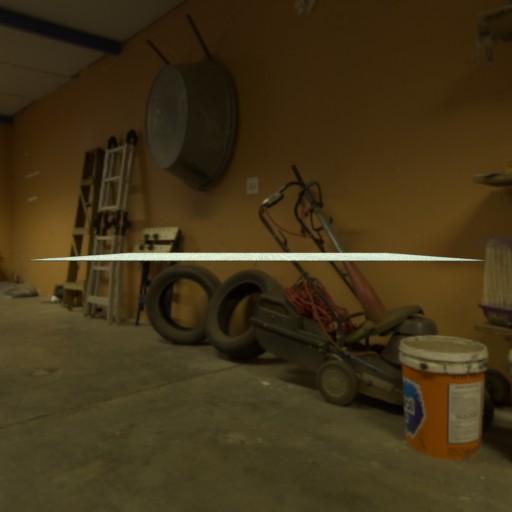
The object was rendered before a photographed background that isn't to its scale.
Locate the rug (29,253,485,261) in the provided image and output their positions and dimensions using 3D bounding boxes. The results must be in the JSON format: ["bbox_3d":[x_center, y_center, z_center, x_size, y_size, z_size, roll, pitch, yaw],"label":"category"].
[{"bbox_3d":[0.000,0.000,4.304,3.200,0.007,2.443,0,2,1],"label":"rug"}]
